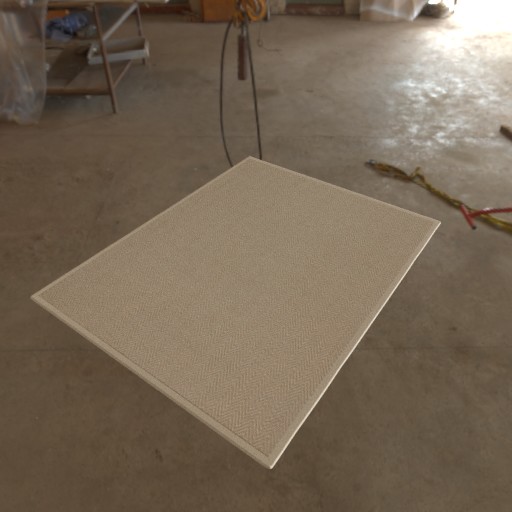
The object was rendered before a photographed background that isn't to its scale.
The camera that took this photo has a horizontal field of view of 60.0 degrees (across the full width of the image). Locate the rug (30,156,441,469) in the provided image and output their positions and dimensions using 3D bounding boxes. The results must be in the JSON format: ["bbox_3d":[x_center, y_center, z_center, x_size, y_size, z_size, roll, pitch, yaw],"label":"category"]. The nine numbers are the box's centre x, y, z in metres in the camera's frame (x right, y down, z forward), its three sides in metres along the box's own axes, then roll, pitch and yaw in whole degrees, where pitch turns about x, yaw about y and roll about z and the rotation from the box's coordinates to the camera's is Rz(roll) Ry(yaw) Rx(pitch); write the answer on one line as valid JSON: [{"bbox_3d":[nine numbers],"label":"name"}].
[{"bbox_3d":[0.000,0.000,4.057,2.407,0.020,3.051,25,46,27],"label":"rug"}]
